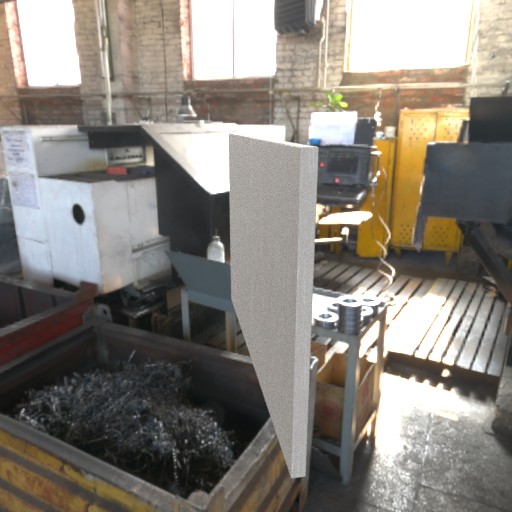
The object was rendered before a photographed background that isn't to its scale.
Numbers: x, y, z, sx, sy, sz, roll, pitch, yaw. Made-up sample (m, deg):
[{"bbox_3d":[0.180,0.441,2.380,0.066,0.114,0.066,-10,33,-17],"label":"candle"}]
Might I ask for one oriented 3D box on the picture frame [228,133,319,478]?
[{"bbox_3d":[0.000,0.000,1.238,0.029,0.640,0.950,-3,17,-10],"label":"picture frame"}]
